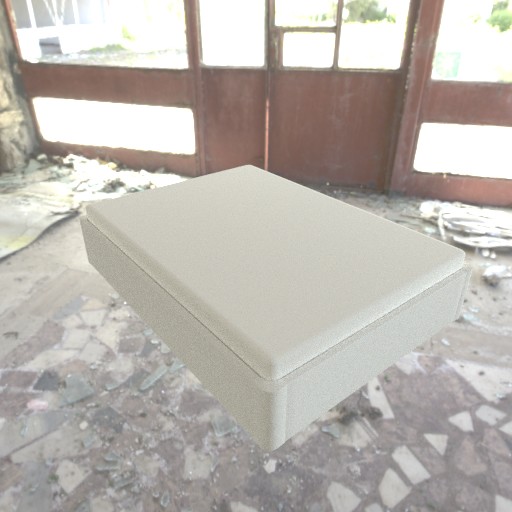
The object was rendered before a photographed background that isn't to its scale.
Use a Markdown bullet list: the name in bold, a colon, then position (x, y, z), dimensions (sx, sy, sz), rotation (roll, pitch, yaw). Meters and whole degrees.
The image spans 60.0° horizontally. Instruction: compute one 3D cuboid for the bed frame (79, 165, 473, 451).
- **bed frame**: position (0.000, 0.000, 2.612), dimensions (1.400, 0.406, 1.900), rotation (-21, 36, -33)
